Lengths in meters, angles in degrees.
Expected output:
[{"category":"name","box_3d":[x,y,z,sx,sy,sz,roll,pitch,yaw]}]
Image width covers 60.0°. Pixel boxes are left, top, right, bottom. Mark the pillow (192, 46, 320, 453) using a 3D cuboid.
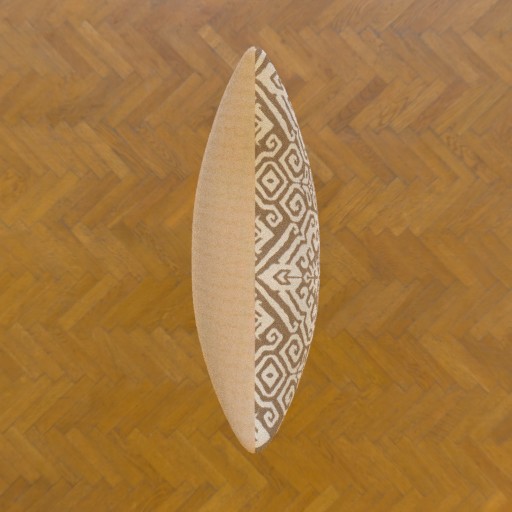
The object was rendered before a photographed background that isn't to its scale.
[{"category":"pillow","box_3d":[0.000,0.000,0.644,0.173,0.407,0.419,0,88,1]}]
